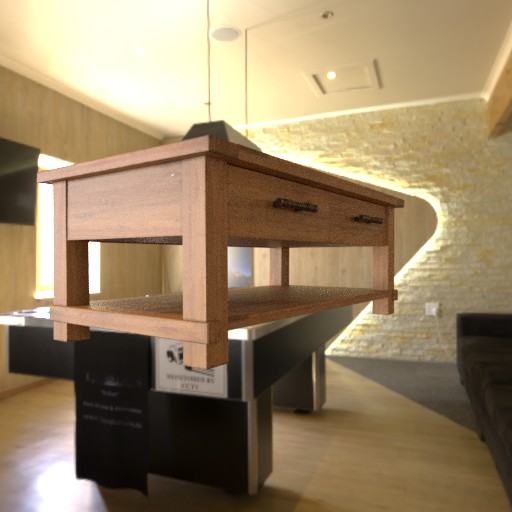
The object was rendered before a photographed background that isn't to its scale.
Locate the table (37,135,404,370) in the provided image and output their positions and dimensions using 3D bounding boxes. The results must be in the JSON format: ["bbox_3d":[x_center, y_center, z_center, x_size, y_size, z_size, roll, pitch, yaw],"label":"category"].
[{"bbox_3d":[0.000,0.000,1.619,0.693,0.494,1.270,0,0,36],"label":"table"}]
